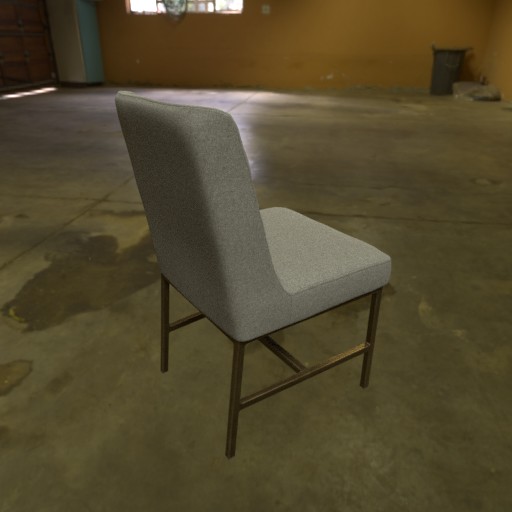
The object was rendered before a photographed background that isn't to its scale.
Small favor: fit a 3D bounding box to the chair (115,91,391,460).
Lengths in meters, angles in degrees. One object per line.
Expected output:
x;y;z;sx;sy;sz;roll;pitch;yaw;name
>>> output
0.000;0.000;1.255;0.587;0.889;0.508;-17;31;-31;chair
